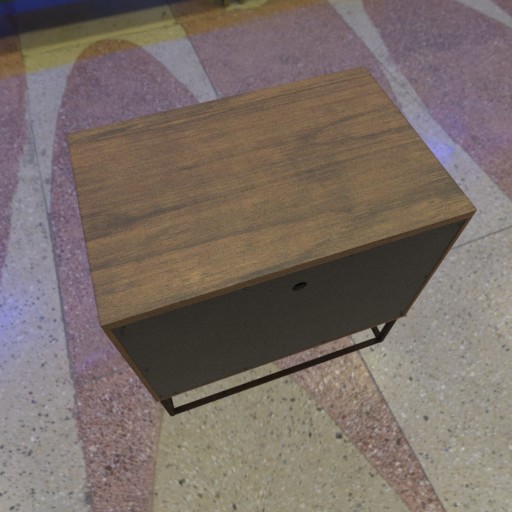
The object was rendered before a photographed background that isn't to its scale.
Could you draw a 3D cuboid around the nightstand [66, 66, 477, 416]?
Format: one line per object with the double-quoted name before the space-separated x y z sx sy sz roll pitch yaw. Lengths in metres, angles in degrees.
"nightstand" 0.000 0.000 1.031 0.610 0.610 0.437 -17 59 -10
